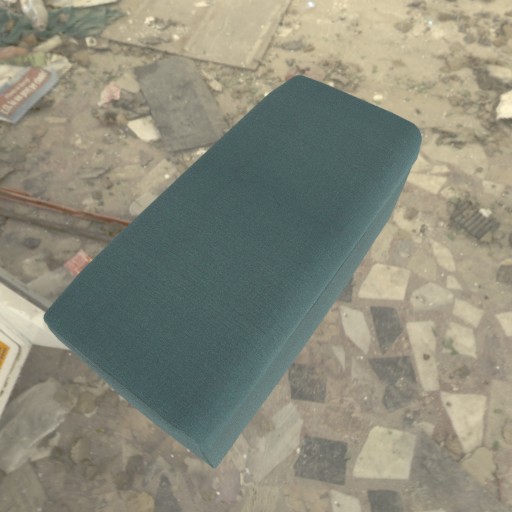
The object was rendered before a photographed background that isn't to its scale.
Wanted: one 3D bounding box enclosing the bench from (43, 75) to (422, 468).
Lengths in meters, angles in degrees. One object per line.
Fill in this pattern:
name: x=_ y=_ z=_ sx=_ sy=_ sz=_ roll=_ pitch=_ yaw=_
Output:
bench: x=0.000 y=0.000 z=1.236 sx=0.476 sy=0.474 sz=0.995 roll=32 pitch=64 yaw=18
